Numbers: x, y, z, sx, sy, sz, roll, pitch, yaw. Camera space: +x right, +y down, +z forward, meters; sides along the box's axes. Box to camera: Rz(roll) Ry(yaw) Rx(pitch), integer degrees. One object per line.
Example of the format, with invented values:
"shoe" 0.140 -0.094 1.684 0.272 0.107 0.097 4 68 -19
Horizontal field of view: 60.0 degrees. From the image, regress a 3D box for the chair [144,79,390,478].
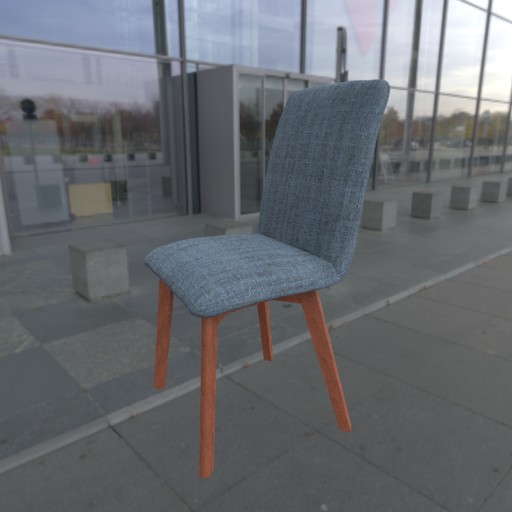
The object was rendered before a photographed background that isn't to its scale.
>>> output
"chair" 0.000 0.000 1.304 0.563 0.974 0.522 -7 16 -26
